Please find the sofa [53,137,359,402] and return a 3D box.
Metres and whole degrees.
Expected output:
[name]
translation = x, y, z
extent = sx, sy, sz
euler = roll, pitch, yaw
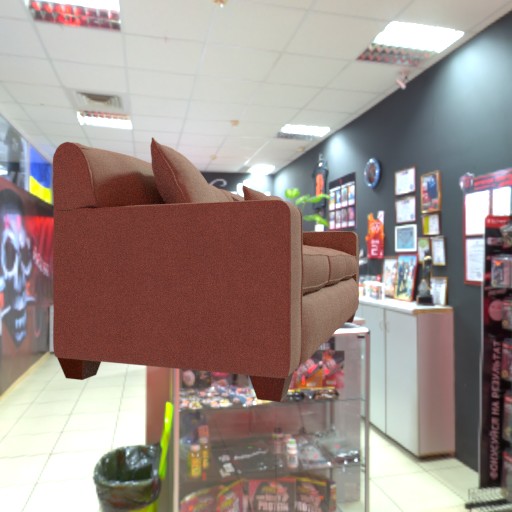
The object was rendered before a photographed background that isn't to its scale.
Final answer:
[sofa]
translation = 0.000, 0.000, 2.499
extent = 0.997, 0.958, 2.024
euler = 0, 0, 19
